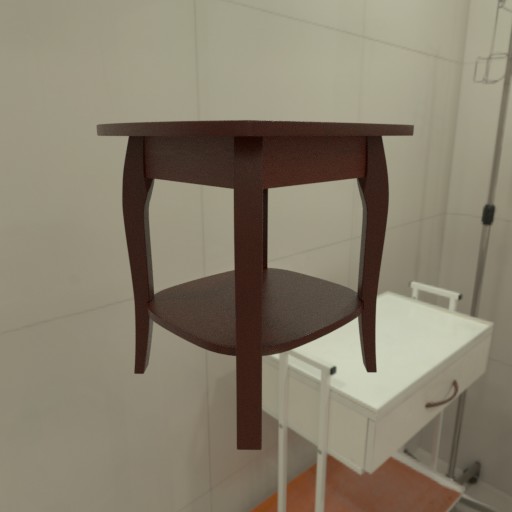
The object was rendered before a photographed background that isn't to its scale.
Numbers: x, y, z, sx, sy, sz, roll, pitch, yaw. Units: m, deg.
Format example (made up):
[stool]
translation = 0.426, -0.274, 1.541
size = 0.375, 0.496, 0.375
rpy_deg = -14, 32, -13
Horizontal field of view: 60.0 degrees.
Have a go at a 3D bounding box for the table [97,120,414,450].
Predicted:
[table]
translation = 0.000, 0.000, 0.874
size = 0.502, 0.496, 0.433
rpy_deg = -14, 21, -42
